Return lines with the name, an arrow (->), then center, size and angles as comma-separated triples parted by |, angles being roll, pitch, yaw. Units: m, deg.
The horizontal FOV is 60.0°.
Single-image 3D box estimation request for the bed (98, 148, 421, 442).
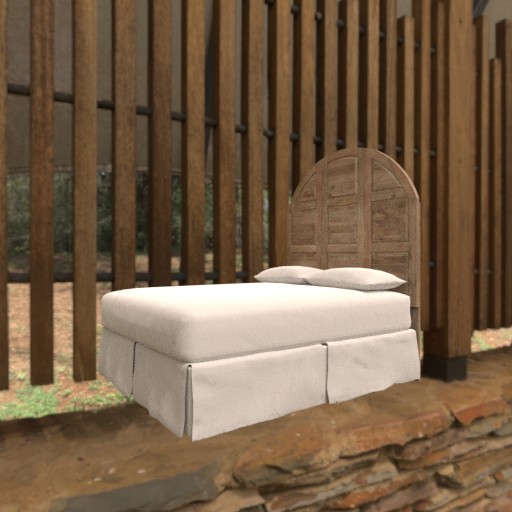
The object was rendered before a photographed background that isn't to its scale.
bed -> 0.000, 0.000, 3.593 | 2.112, 2.002, 1.713 | 0, 0, -35
